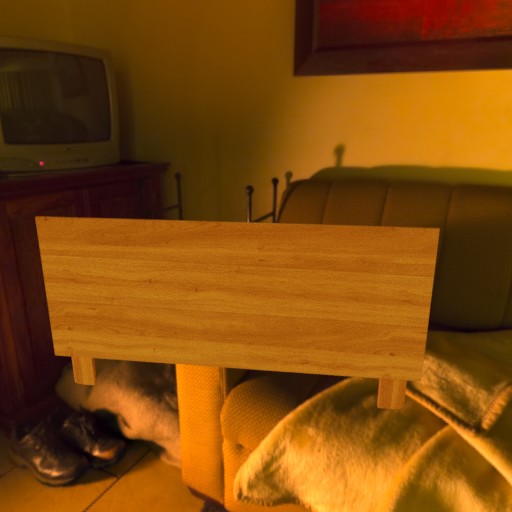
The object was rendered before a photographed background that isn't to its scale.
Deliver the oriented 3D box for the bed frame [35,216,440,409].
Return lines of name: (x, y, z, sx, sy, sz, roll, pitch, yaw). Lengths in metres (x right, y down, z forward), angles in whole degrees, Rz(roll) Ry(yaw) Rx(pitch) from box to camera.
bed frame: (0.000, 0.000, 3.146, 1.872, 0.940, 2.092, 2, 17, 7)
